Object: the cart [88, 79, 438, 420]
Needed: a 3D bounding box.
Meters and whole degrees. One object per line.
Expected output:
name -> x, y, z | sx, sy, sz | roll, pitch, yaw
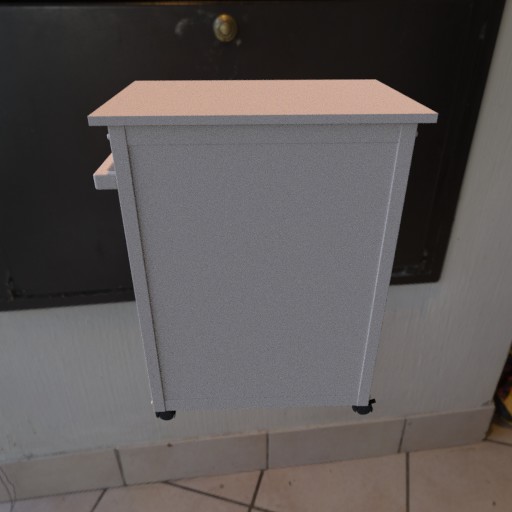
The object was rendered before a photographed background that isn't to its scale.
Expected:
cart -> 0.000, 0.000, 1.243 | 0.683, 0.864, 0.442 | -1, 30, -2
